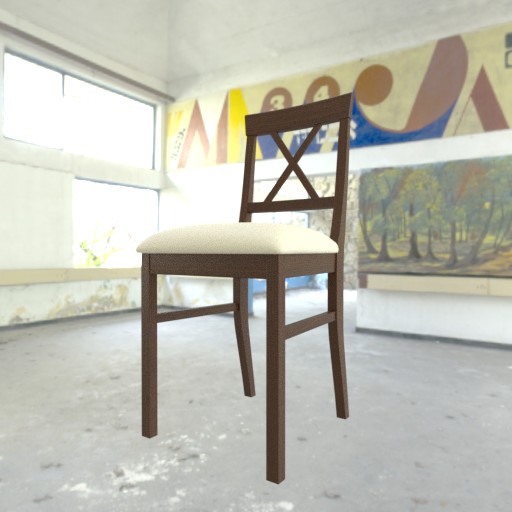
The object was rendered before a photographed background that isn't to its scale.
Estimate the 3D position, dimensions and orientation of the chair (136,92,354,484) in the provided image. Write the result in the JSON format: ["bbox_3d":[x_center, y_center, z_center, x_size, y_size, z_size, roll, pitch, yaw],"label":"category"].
[{"bbox_3d":[0.000,0.000,1.173,0.440,0.913,0.480,0,1,35],"label":"chair"}]
